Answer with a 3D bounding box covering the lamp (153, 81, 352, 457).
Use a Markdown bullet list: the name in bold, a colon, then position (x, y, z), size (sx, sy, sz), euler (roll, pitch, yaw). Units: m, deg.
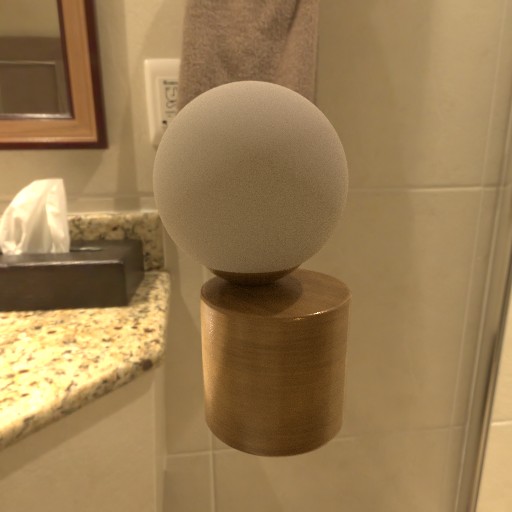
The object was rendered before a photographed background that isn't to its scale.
- **lamp**: position (0.000, 0.000, 0.339), size (0.152, 0.250, 0.141), euler (14, 21, 42)
